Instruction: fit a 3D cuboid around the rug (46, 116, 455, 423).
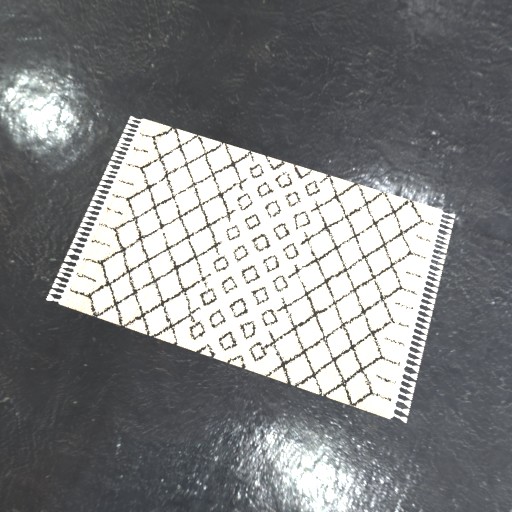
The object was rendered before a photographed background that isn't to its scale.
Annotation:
[{"bbox_3d":[0.000,0.000,2.472,2.006,0.008,1.196,18,76,5],"label":"rug"}]
